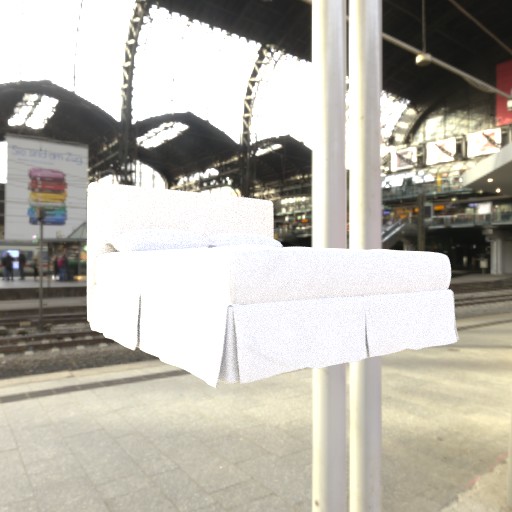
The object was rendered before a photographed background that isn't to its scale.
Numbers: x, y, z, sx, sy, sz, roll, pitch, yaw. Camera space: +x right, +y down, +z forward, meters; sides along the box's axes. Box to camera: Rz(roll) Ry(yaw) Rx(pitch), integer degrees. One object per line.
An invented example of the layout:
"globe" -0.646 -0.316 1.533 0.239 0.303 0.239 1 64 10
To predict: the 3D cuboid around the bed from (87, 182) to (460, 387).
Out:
"bed" 0.000 0.000 3.587 2.119 1.317 2.341 1 -1 -36
